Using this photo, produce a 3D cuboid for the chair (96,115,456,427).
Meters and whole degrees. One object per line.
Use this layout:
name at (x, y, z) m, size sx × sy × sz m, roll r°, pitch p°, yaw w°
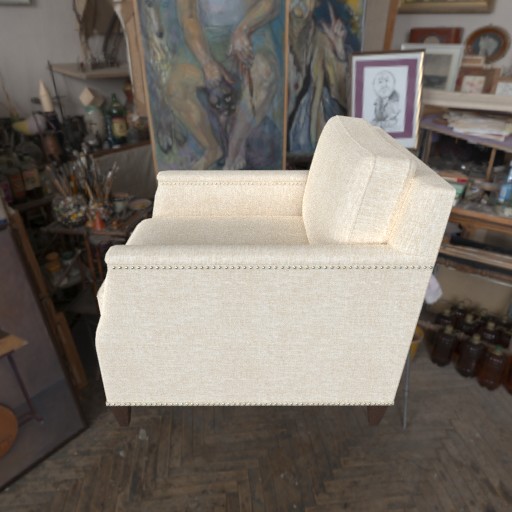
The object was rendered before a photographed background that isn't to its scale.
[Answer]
chair at (0.000, 0.000, 1.698) m, size 1.041 × 0.940 × 0.838 m, roll 0°, pitch 27°, yaw 0°
